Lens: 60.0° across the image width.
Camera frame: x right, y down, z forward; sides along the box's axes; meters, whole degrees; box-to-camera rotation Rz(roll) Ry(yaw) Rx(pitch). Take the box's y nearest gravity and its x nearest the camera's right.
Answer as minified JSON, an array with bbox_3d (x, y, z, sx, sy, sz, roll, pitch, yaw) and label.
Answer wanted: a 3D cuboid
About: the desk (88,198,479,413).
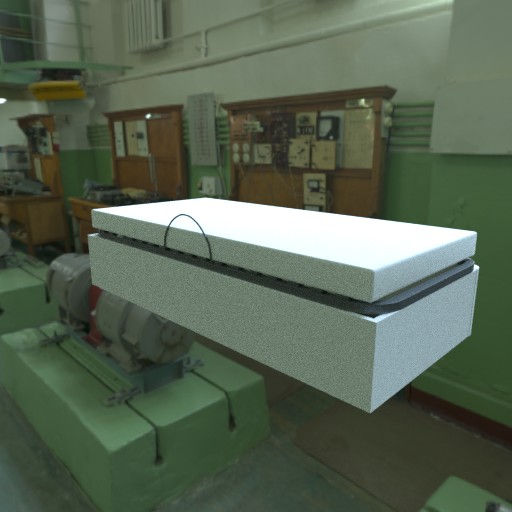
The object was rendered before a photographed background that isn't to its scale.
[{"bbox_3d":[0.000,0.000,2.276,1.900,0.526,0.900,13,19,43],"label":"desk"}]
